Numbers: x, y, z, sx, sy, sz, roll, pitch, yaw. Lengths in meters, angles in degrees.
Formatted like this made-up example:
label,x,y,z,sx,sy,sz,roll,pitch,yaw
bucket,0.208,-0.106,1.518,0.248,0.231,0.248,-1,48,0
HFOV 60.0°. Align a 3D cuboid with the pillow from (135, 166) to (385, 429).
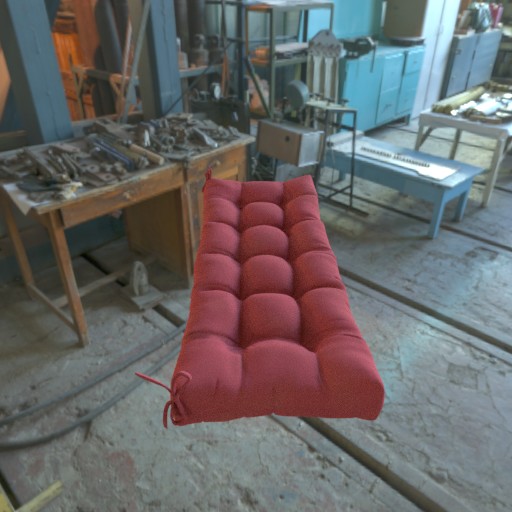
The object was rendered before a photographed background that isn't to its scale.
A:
label,x,y,z,sx,sy,sz,roll,pitch,yaw
pillow,0.000,0.000,1.368,0.511,0.174,1.194,-1,32,-1
